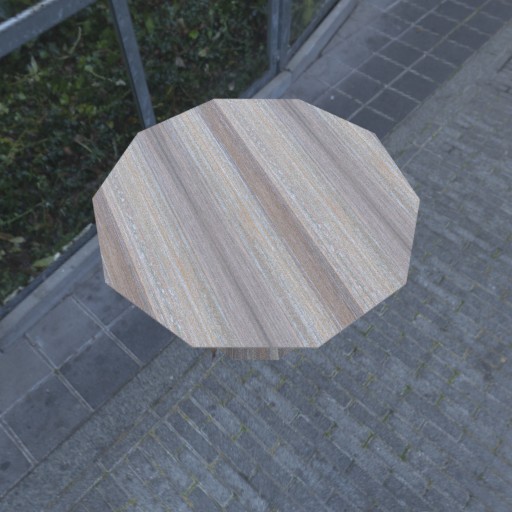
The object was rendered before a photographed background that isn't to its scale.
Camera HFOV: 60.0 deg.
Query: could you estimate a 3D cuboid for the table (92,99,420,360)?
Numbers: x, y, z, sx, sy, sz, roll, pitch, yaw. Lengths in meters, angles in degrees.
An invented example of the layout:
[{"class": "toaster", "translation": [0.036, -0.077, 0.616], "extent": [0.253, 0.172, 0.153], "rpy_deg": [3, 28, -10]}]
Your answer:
[{"class": "table", "translation": [0.000, 0.000, 1.920], "extent": [1.186, 0.752, 1.186], "rpy_deg": [0, 57, 0]}]
